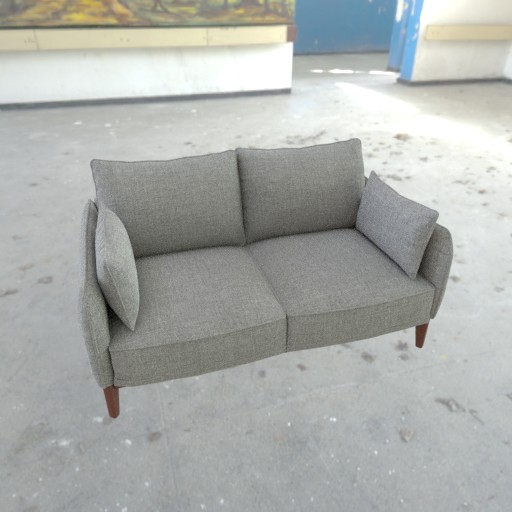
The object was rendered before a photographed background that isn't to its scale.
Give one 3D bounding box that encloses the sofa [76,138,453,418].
[{"bbox_3d":[0.000,0.000,2.123,1.580,0.851,0.972,-9,32,-14],"label":"sofa"}]
